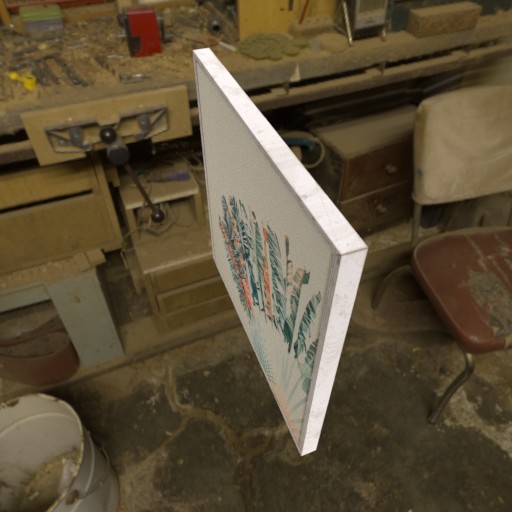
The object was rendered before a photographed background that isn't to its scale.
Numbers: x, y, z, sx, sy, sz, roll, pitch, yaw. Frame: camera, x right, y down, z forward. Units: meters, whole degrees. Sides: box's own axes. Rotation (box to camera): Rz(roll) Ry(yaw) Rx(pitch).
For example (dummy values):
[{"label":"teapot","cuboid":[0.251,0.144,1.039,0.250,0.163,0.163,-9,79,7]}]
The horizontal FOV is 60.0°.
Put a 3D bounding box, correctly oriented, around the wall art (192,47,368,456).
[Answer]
[{"label":"wall art","cuboid":[0.000,0.000,0.759,0.029,0.506,0.508,-16,48,-15]}]
